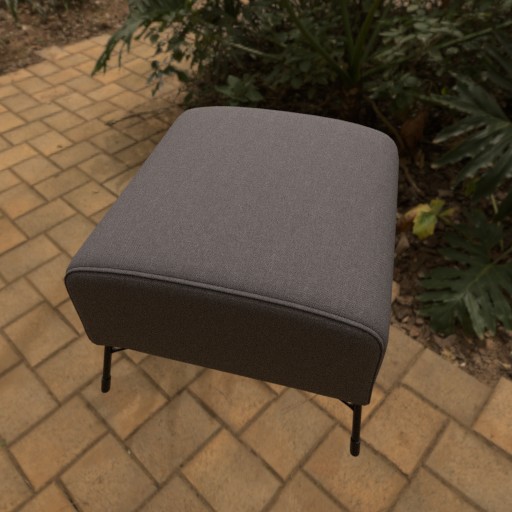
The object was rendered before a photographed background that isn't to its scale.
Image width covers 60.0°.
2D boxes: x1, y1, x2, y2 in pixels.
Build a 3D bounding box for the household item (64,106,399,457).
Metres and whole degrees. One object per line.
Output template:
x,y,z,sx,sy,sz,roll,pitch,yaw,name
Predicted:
0.000,0.000,0.897,0.530,0.410,0.530,10,47,10,household item
